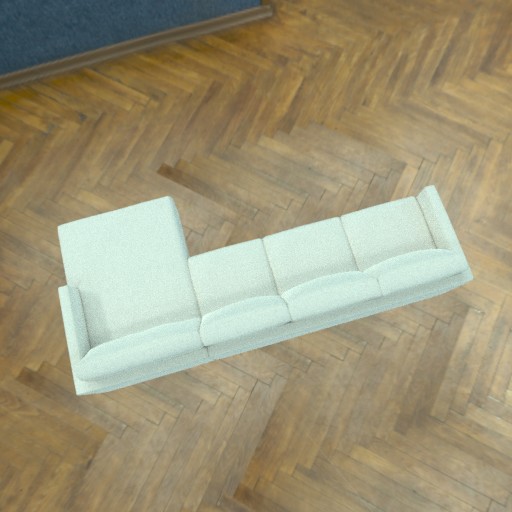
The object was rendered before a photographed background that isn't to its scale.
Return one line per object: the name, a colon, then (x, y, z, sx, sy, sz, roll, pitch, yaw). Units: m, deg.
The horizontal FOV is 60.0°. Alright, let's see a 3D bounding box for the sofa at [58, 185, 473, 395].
sofa: (0.000, 0.000, 4.121, 3.471, 0.954, 1.606, -16, 76, -4)
